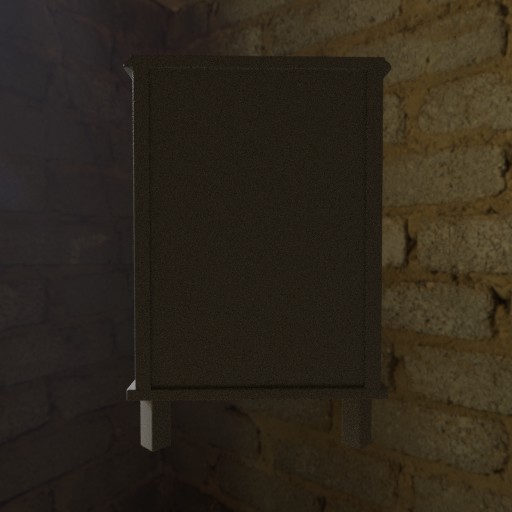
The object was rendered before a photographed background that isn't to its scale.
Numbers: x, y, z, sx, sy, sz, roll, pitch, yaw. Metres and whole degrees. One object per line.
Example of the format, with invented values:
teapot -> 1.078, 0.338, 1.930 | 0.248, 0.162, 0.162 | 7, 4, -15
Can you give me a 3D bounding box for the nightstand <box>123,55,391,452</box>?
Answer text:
nightstand -> 0.000, 0.000, 0.927 | 0.450, 0.680, 0.350 | 0, 2, -1
